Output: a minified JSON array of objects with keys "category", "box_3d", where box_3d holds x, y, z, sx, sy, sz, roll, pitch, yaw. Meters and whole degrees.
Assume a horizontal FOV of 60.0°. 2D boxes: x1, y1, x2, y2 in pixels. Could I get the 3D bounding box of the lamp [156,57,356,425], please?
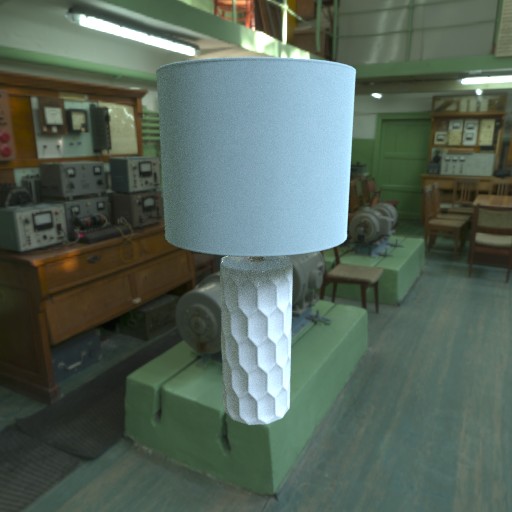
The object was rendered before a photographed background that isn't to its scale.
[{"category":"lamp","box_3d":[0.000,0.000,0.696,0.277,0.534,0.277,8,17,26]}]
